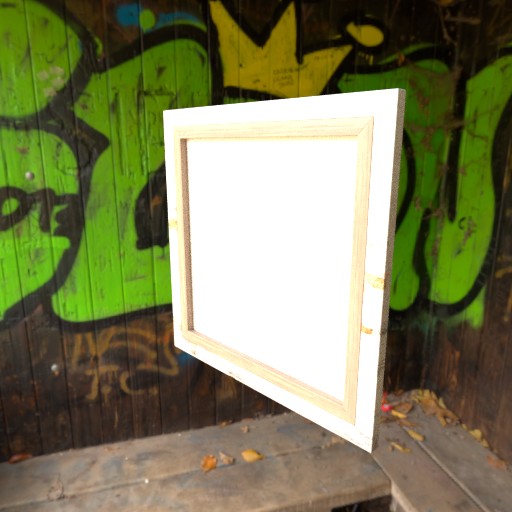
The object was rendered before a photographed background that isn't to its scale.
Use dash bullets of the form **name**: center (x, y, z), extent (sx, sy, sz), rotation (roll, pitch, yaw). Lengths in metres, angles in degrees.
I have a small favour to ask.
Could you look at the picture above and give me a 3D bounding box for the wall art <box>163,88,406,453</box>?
- **wall art**: center (0.000, 0.000, 1.552), extent (0.040, 1.018, 1.015), rotation (-14, 19, -43)
